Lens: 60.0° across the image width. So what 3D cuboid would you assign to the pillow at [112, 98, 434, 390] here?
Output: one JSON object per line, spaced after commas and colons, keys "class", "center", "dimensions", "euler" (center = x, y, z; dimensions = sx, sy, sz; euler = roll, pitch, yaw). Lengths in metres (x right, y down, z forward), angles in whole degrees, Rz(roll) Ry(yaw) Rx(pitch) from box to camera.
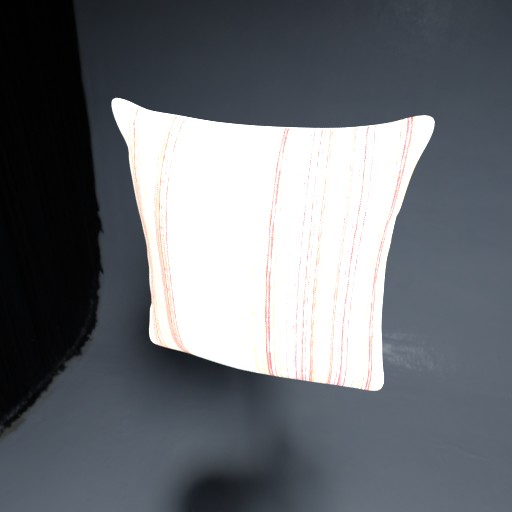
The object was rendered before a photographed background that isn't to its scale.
{"class": "pillow", "center": [0.000, 0.000, 0.690], "dimensions": [0.451, 0.449, 0.191], "euler": [8, 28, 16]}
